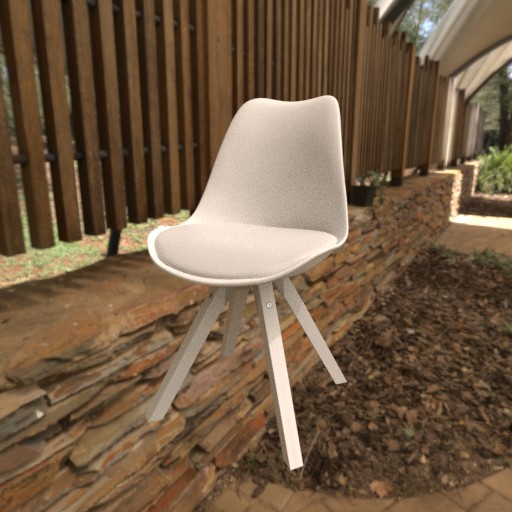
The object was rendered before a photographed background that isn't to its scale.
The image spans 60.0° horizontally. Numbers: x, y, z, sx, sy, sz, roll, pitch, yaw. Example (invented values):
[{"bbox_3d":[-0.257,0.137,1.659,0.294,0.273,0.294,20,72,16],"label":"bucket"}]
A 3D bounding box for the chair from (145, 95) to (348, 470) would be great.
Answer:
[{"bbox_3d":[0.000,0.000,1.200,0.485,0.850,0.550,7,17,25],"label":"chair"}]
